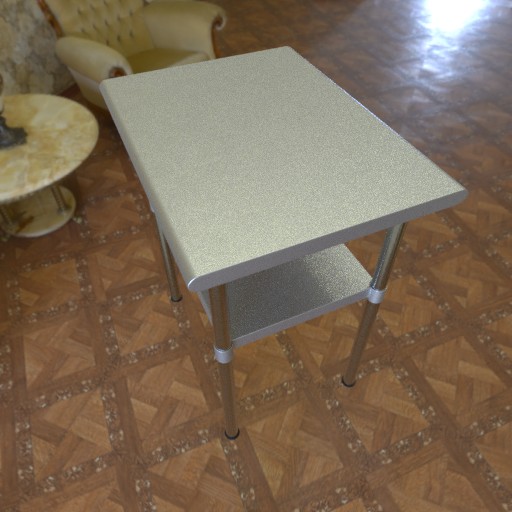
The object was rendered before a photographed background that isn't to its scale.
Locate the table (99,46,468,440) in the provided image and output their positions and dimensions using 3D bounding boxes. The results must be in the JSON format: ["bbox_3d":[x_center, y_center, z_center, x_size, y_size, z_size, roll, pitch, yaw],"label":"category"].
[{"bbox_3d":[0.000,0.000,1.343,0.584,0.876,0.762,-18,49,-16],"label":"table"}]
